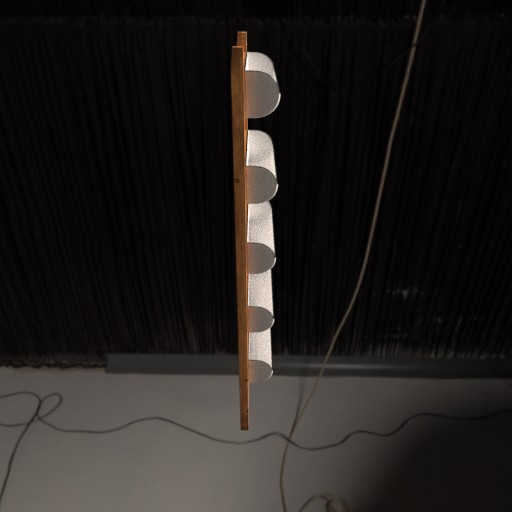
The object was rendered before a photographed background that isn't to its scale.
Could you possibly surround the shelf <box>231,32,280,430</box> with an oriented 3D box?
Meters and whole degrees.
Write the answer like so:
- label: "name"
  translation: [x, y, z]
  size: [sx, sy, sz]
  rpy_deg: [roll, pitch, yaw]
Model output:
- label: "shelf"
  translation: [0.000, 0.000, 1.809]
  size: [0.141, 1.600, 0.454]
  rpy_deg: [0, 32, 0]
